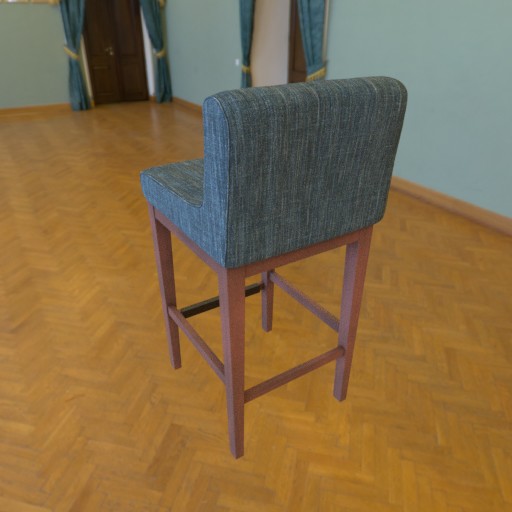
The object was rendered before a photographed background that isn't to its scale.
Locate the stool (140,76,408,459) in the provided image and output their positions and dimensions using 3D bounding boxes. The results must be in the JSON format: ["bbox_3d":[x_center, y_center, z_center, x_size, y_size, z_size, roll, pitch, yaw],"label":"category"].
[{"bbox_3d":[0.000,0.000,1.079,0.395,0.835,0.459,-17,33,-28],"label":"stool"}]
